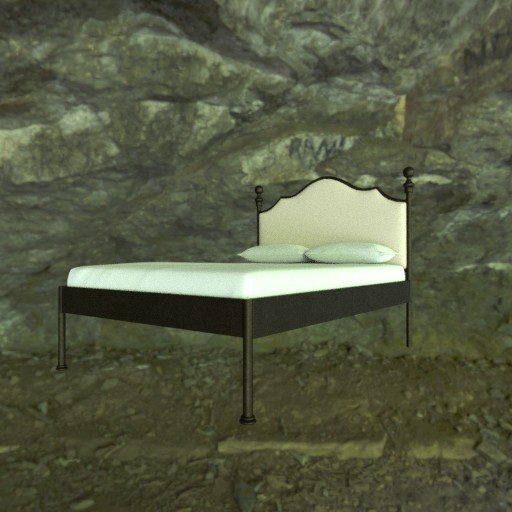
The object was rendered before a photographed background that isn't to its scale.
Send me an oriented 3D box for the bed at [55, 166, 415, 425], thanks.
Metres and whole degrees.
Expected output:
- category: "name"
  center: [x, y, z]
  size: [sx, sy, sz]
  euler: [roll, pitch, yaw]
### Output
- category: "bed"
  center: [0.000, 0.000, 3.283]
  size: [1.642, 1.499, 2.224]
  euler: [0, 0, 37]
